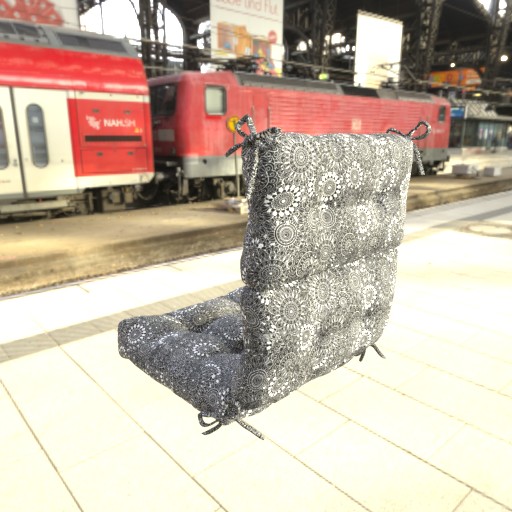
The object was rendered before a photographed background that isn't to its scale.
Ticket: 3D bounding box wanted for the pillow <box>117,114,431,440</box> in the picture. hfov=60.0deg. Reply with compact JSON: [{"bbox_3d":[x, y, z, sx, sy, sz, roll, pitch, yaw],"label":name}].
[{"bbox_3d":[0.000,0.000,1.032,0.519,0.605,0.571,-14,21,-42],"label":"pillow"}]
